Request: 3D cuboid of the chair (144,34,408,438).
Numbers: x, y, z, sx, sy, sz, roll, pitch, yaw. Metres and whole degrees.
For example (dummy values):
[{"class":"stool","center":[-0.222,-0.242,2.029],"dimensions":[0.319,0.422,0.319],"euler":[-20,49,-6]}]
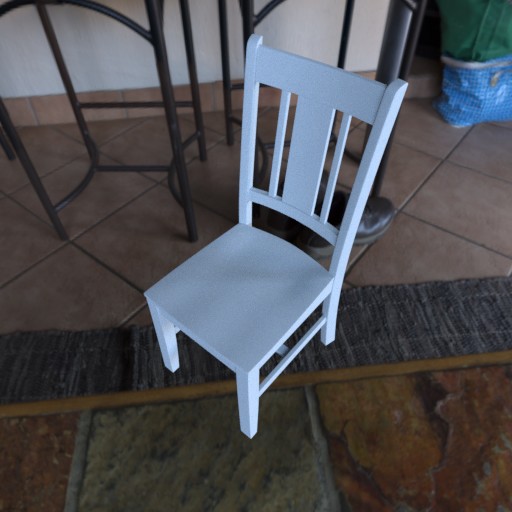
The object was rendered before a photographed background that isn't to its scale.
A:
[{"class":"chair","center":[0.000,0.000,1.299],"dimensions":[0.450,0.998,0.555],"euler":[31,54,26]}]
